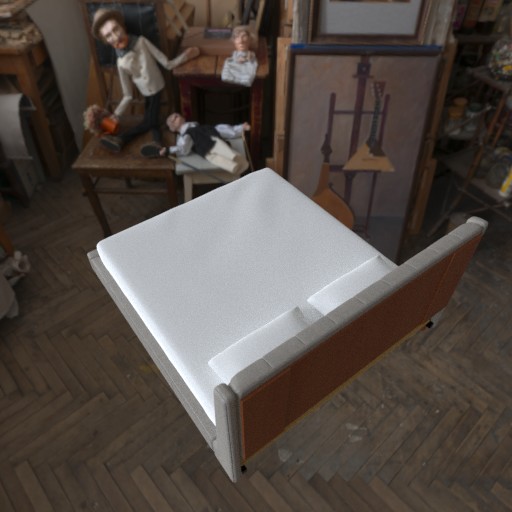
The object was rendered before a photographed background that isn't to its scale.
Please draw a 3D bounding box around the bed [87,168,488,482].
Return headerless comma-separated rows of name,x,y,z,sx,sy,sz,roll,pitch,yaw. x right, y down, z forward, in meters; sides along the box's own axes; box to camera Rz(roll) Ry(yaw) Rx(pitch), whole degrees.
bed,0.000,0.000,3.529,2.062,1.289,2.342,-28,53,-24
